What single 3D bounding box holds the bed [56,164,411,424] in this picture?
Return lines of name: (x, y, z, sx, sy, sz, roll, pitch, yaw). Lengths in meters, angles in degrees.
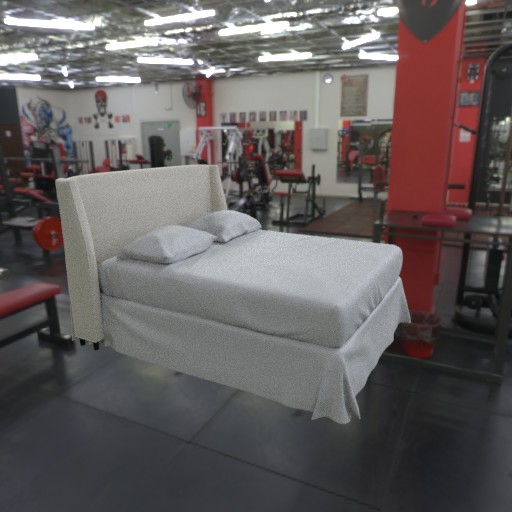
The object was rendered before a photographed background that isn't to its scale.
bed: (0.000, 0.000, 3.611, 2.276, 1.332, 1.925, 8, 17, 28)
